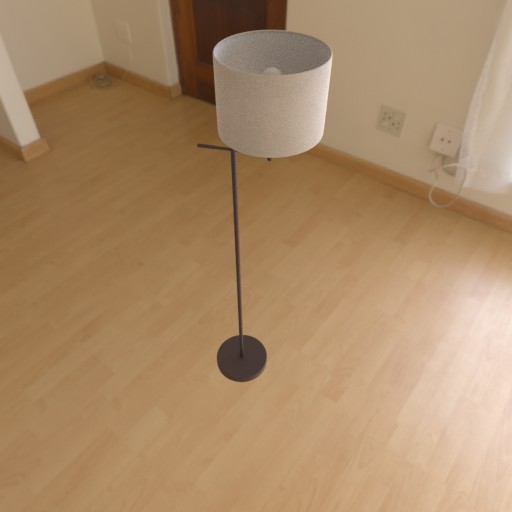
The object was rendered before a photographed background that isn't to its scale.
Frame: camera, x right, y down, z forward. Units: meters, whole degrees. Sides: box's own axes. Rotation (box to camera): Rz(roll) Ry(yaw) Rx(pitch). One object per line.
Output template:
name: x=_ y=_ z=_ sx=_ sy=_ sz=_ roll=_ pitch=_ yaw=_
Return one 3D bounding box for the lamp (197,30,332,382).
lamp: x=0.000 y=0.000 z=1.775 sx=0.416 sy=1.600 sz=0.324 roll=9 pitch=46 yaw=9
